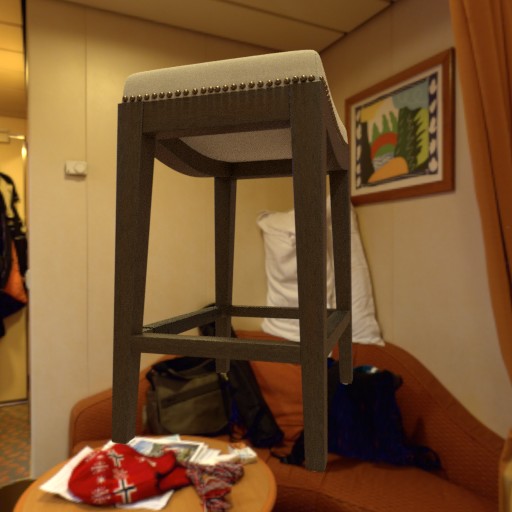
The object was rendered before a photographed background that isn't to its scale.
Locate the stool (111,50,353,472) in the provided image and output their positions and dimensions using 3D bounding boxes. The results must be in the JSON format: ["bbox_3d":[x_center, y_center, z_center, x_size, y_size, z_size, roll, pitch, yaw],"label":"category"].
[{"bbox_3d":[0.000,0.000,0.937,0.361,0.642,0.500,0,0,17],"label":"stool"}]
